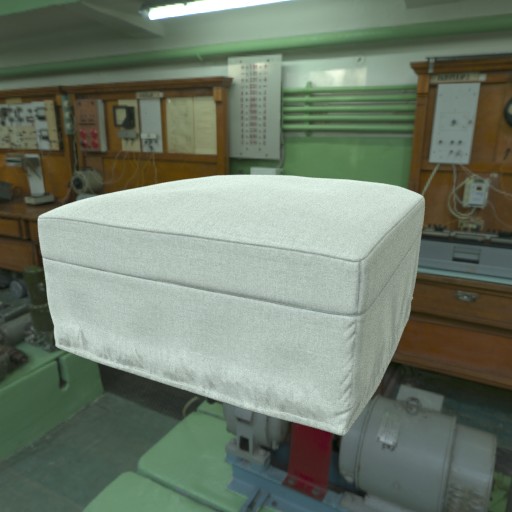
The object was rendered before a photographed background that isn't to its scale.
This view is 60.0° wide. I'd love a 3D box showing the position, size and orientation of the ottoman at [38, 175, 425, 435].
[{"bbox_3d":[0.000,0.000,1.312,0.843,0.436,0.840,8,18,26],"label":"ottoman"}]
